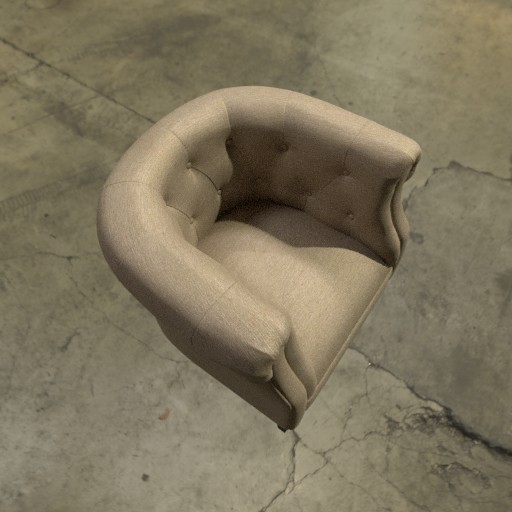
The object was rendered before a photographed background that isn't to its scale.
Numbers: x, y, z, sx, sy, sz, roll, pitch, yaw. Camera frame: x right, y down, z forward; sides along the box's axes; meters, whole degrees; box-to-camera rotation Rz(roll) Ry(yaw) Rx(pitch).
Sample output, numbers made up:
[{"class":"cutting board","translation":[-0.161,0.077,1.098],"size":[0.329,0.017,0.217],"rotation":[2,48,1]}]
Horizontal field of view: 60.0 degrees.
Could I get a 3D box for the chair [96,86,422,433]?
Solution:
[{"class":"chair","translation":[0.000,0.000,1.570],"size":[0.852,0.827,0.905],"rotation":[31,63,18]}]
